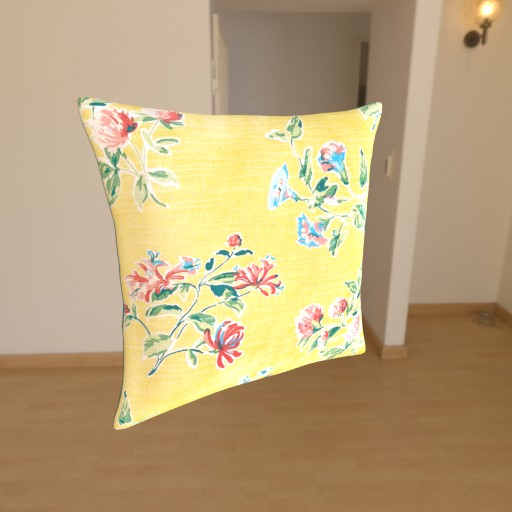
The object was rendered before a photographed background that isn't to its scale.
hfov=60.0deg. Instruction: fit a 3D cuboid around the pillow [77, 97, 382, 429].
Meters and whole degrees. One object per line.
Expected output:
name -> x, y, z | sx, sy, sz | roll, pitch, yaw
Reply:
pillow -> 0.000, 0.000, 0.762 | 0.525, 0.508, 0.166 | -9, 20, -27
